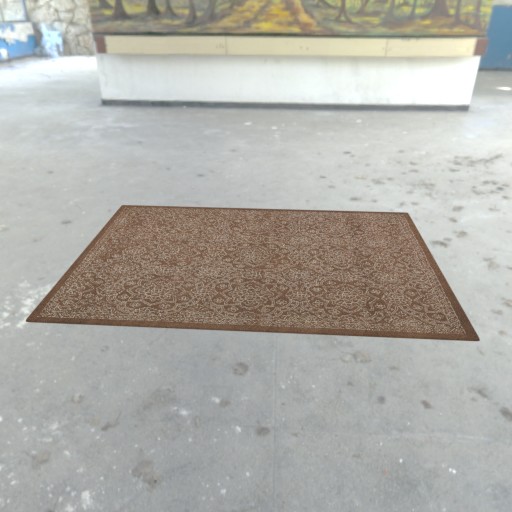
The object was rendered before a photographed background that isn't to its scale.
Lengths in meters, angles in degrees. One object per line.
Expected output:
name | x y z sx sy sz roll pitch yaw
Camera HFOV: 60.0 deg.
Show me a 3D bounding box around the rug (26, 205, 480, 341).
rug | 0.000 0.000 2.301 1.829 0.010 1.219 2 30 3
